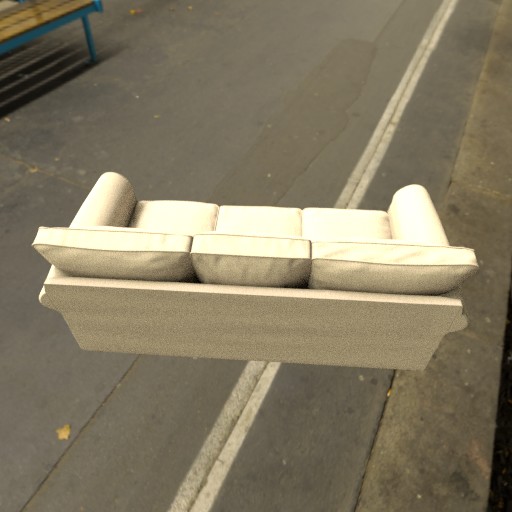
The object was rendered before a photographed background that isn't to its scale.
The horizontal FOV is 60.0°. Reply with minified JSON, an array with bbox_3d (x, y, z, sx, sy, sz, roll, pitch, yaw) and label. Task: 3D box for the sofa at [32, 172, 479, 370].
[{"bbox_3d":[0.000,0.000,2.578,2.118,0.889,0.998,3,47,3],"label":"sofa"}]
